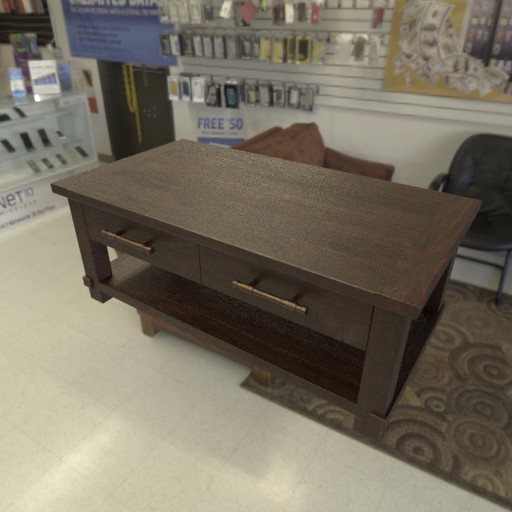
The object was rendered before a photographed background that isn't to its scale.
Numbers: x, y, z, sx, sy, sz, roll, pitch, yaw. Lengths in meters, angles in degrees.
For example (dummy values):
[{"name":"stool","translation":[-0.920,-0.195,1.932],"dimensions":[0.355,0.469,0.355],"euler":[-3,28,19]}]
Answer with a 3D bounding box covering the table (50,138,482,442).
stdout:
[{"name":"table","translation":[0.000,0.000,1.590],"dimensions":[1.270,0.494,0.700],"euler":[19,35,29]}]
